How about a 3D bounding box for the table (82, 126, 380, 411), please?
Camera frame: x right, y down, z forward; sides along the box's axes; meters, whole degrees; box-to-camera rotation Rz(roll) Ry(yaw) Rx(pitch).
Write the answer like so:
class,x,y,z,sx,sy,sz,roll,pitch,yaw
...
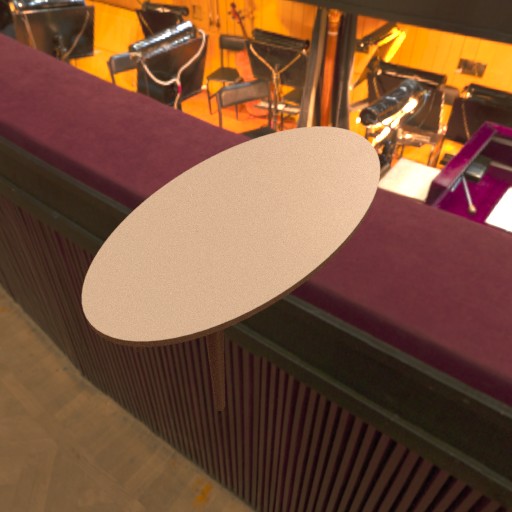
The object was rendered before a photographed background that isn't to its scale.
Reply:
class,x,y,z,sx,sy,sz,roll,pitch,yaw
table,0.000,0.000,1.351,0.542,0.390,1.083,27,49,26
